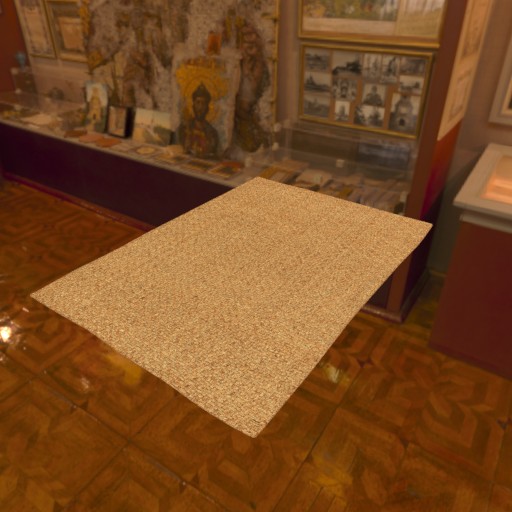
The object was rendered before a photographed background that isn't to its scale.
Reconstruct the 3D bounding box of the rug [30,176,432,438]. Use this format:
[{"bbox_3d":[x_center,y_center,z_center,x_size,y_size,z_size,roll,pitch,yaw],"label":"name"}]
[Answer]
[{"bbox_3d":[0.000,0.000,2.786,1.566,0.013,2.141,21,38,30],"label":"rug"}]
